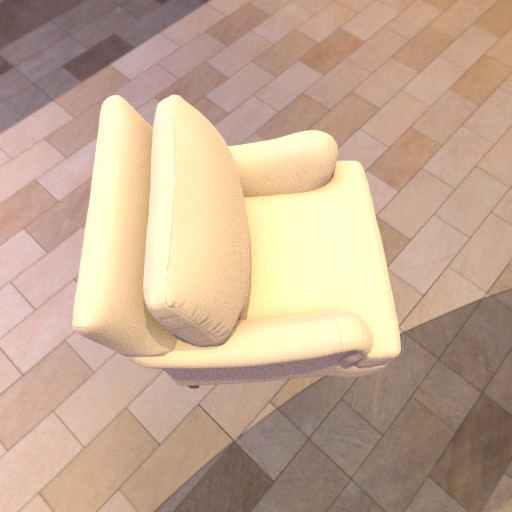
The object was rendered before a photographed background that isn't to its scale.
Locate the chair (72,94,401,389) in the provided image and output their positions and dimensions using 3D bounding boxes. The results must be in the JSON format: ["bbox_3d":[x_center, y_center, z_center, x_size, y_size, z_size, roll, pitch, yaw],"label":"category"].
[{"bbox_3d":[0.000,0.000,1.823,1.070,1.038,0.955,-3,63,-2],"label":"chair"}]
